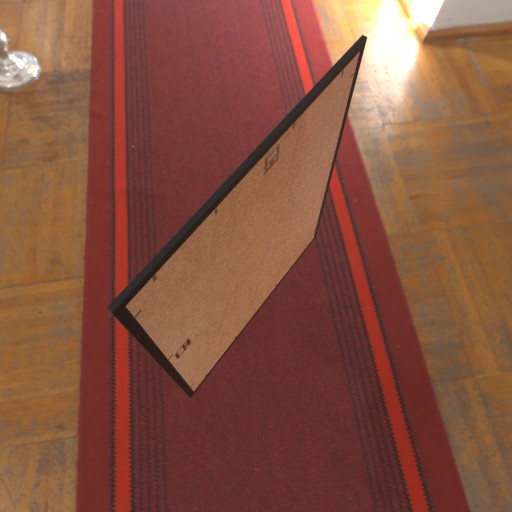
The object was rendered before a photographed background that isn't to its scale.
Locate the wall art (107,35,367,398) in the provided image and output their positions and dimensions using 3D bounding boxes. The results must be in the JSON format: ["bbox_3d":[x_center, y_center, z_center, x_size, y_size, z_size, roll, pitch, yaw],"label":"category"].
[{"bbox_3d":[0.000,0.000,0.891,0.018,0.660,0.559,34,69,15],"label":"wall art"}]
